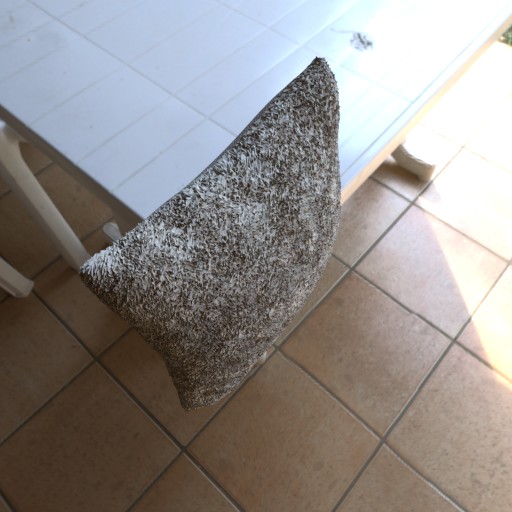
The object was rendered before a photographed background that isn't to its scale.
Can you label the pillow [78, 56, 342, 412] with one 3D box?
[{"bbox_3d":[0.000,0.000,0.810,0.218,0.515,0.529,32,64,18],"label":"pillow"}]
